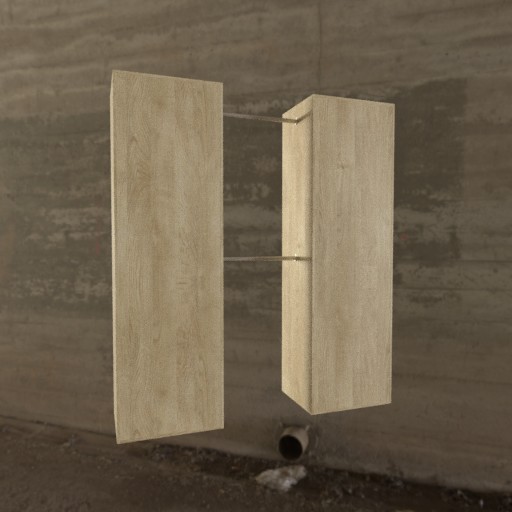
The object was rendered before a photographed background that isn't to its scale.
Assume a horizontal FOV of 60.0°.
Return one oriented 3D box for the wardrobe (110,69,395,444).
[{"bbox_3d":[0.000,0.000,2.888,1.770,2.000,0.480,-1,2,-20],"label":"wardrobe"}]
